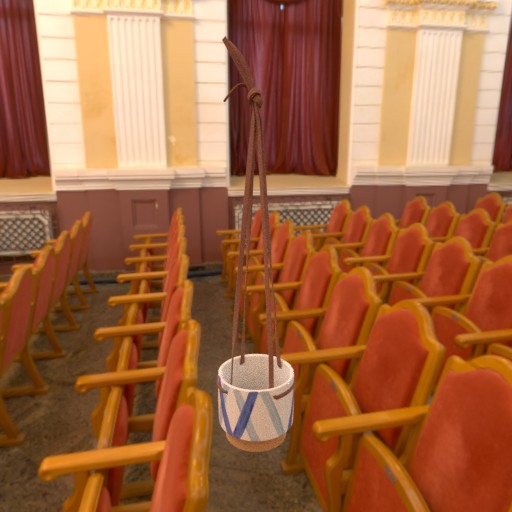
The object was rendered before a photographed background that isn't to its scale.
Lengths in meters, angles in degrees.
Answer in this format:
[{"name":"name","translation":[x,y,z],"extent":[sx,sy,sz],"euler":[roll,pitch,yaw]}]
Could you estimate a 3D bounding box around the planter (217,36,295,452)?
[{"name":"planter","translation":[0.000,0.000,0.829],"extent":[0.157,0.753,0.153],"euler":[-2,14,-10]}]
